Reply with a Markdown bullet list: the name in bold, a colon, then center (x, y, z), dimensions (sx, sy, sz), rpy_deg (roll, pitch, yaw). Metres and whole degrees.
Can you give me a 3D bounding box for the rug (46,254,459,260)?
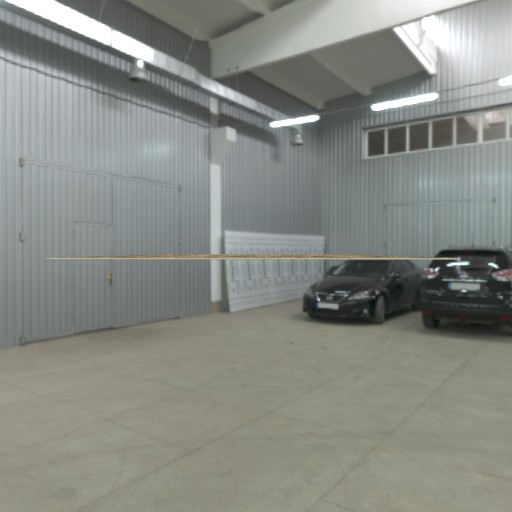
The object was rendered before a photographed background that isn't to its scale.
- **rug**: center (0.000, 0.000, 4.008), dimensions (2.380, 0.008, 2.977), rpy_deg (0, 1, 1)
